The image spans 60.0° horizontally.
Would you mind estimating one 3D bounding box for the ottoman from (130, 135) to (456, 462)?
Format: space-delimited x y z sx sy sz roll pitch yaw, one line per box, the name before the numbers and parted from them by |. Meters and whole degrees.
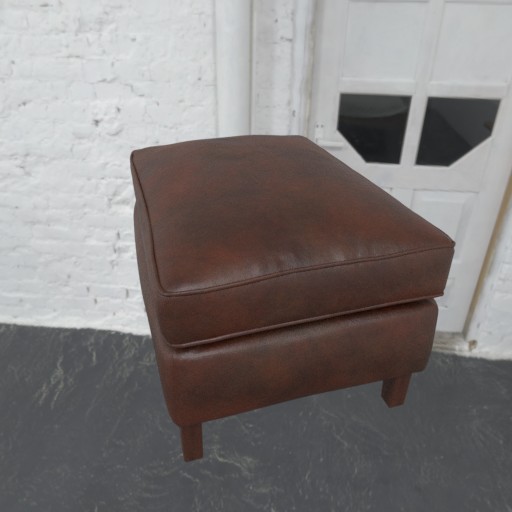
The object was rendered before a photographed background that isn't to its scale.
ottoman | 0.000 0.000 0.968 0.501 0.432 0.665 -9 32 -14
